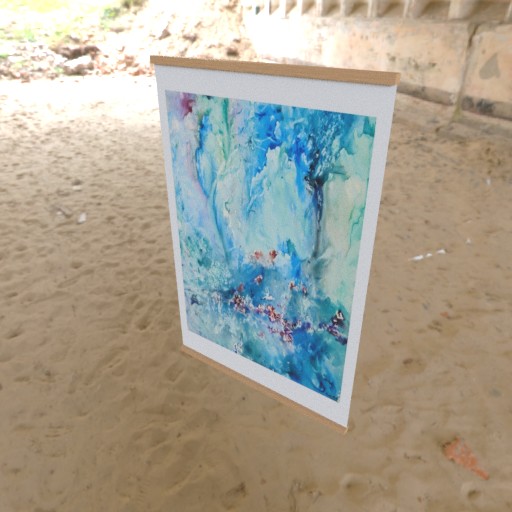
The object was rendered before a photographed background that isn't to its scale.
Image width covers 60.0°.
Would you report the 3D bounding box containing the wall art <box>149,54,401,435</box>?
[{"bbox_3d":[0.000,0.000,1.879,0.991,1.510,0.040,19,34,30],"label":"wall art"}]
